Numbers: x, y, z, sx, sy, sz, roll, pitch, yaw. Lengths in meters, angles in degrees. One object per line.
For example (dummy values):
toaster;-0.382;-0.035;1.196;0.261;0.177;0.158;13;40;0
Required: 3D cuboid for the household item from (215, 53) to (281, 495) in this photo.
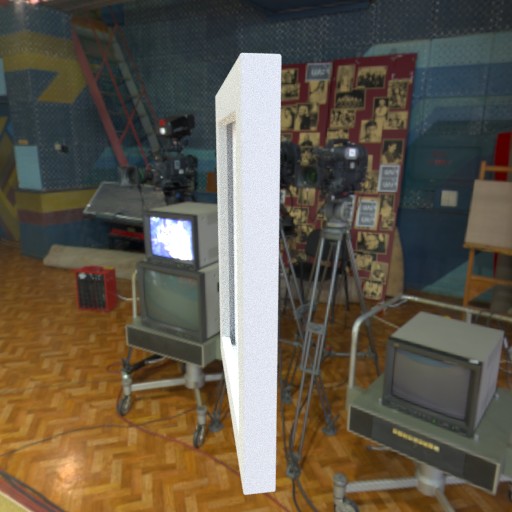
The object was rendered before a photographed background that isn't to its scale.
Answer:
household item;0.000;0.000;0.339;0.045;0.250;0.200;-2;14;-8
